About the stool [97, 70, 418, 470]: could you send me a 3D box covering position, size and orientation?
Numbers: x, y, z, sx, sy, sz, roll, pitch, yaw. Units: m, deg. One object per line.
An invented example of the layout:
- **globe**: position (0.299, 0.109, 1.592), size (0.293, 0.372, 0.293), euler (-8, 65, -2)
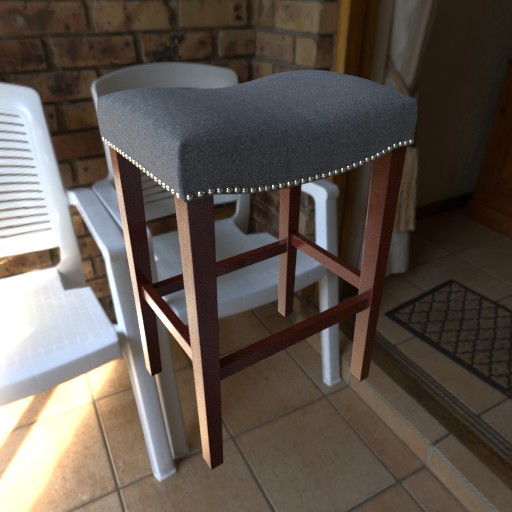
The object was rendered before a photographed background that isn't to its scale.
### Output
- **stool**: position (0.000, 0.000, 1.008), size (0.504, 0.742, 0.372), euler (-19, 36, -29)
